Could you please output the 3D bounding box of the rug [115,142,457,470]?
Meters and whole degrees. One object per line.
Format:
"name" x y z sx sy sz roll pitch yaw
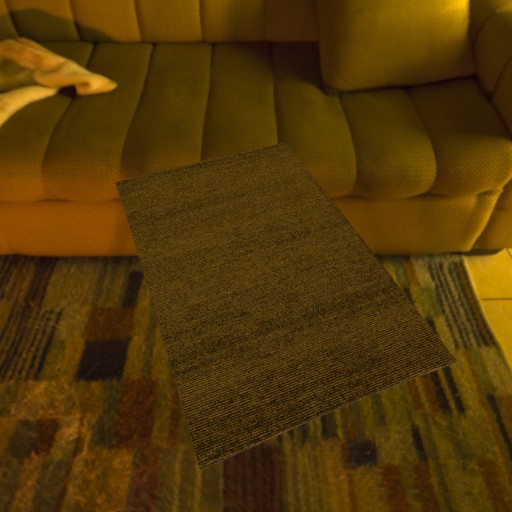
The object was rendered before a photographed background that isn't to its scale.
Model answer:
"rug" 0.000 0.000 2.285 1.145 0.021 1.777 -16 50 -14
